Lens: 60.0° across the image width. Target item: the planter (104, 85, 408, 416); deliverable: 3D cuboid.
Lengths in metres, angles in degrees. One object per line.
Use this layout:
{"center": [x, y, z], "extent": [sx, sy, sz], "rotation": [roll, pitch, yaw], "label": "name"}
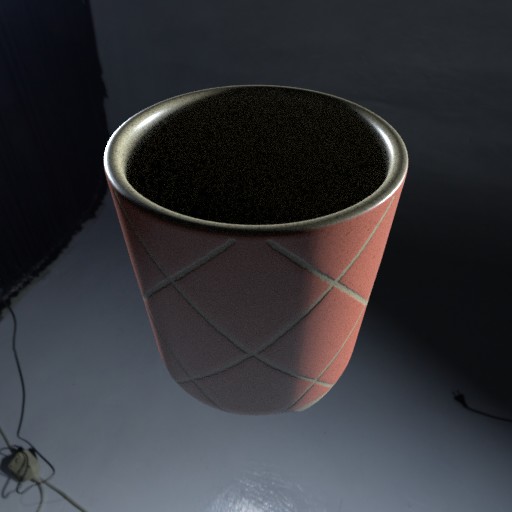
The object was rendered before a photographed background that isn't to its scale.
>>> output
{"center": [0.000, 0.000, 0.351], "extent": [0.191, 0.200, 0.191], "rotation": [0, 42, 0], "label": "planter"}
